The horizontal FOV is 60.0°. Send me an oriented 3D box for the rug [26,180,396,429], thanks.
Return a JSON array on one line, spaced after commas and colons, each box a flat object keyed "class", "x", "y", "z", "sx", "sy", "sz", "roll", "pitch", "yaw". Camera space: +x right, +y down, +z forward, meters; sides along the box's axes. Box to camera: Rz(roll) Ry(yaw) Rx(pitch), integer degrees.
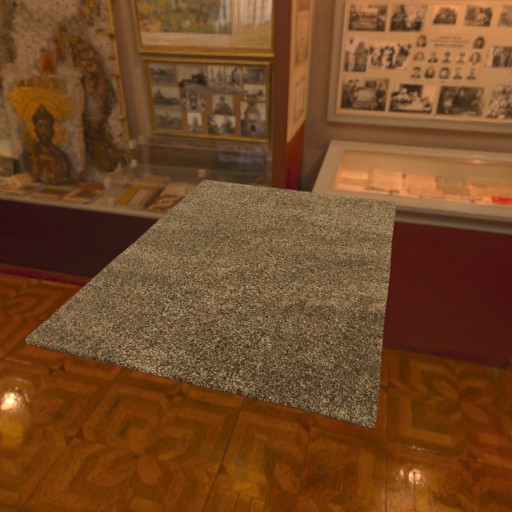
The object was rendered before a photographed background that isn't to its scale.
[{"class": "rug", "x": 0.000, "y": 0.000, "z": 2.054, "sx": 1.198, "sy": 0.025, "sz": 1.601, "roll": 9, "pitch": 32, "yaw": 15}]
